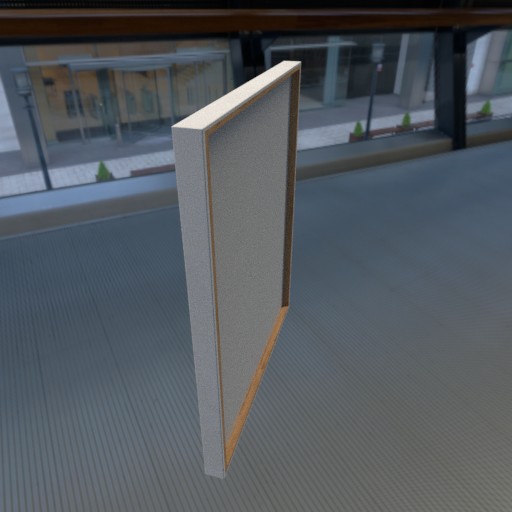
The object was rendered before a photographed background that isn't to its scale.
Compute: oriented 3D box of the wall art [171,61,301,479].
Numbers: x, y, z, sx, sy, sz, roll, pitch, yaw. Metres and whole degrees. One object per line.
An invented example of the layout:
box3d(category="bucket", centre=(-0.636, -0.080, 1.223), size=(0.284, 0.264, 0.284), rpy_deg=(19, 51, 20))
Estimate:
box3d(category="wall art", centre=(0.000, 0.000, 0.825), size=(0.037, 0.606, 0.508), rpy_deg=(9, 32, 14))
